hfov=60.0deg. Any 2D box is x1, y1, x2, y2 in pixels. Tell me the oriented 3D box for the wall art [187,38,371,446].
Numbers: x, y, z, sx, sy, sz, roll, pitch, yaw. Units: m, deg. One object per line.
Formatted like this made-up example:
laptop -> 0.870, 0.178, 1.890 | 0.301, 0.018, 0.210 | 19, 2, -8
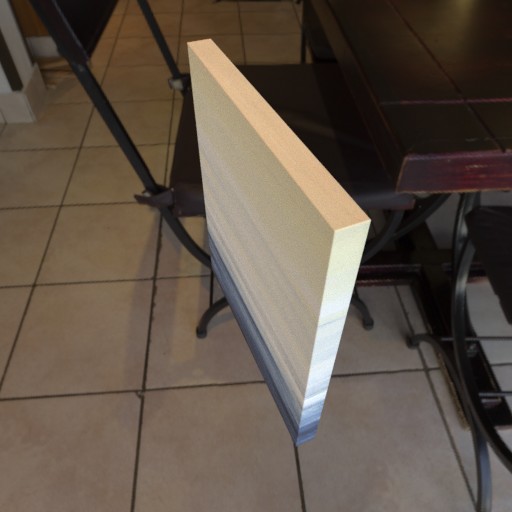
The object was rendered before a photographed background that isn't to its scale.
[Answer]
wall art -> 0.000, 0.000, 0.710 | 0.037, 0.511, 0.435 | -17, 50, -15
